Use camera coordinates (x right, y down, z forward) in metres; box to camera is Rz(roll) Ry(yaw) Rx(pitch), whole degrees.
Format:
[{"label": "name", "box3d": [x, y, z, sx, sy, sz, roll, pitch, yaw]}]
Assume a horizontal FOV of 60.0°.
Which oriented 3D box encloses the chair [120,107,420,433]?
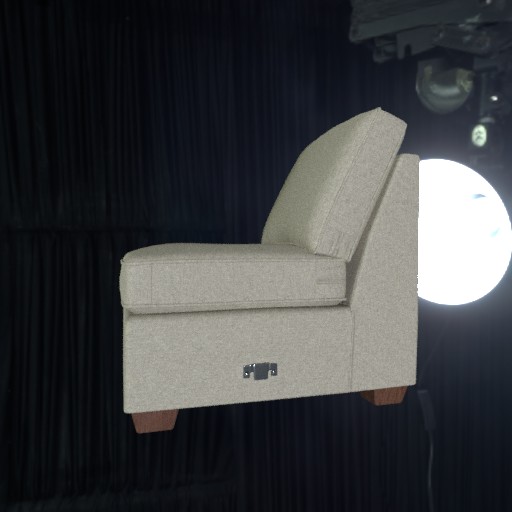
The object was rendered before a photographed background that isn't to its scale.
[{"label": "chair", "box3d": [0.000, 0.000, 1.734, 1.020, 1.058, 0.674, 0, 1, -17]}]
